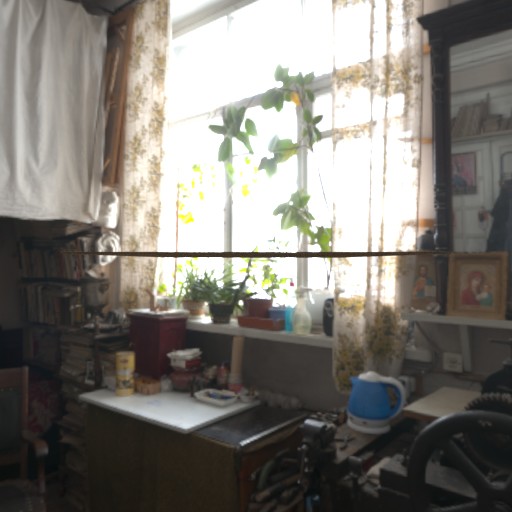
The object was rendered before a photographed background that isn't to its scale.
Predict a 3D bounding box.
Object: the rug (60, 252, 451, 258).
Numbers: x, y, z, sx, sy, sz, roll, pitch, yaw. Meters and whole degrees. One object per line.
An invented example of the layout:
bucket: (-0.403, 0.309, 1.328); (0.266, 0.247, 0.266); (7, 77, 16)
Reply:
rug: (0.000, 0.000, 2.298); (1.221, 0.006, 1.827); (0, -1, 0)
